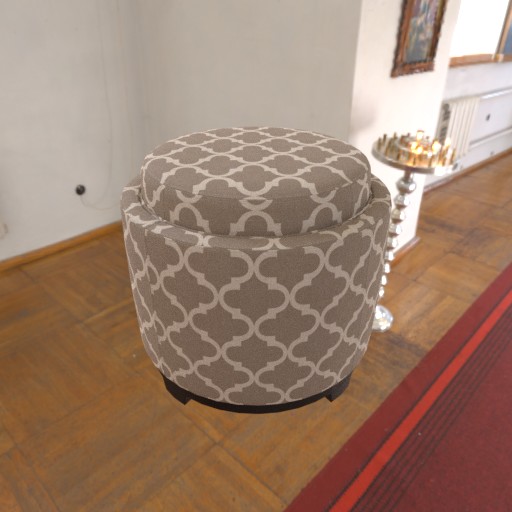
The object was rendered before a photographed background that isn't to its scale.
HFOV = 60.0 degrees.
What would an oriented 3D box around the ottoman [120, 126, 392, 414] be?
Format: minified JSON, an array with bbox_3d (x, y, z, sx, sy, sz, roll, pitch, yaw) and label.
[{"bbox_3d":[0.000,0.000,0.866,0.480,0.429,0.480,0,30,0],"label":"ottoman"}]
